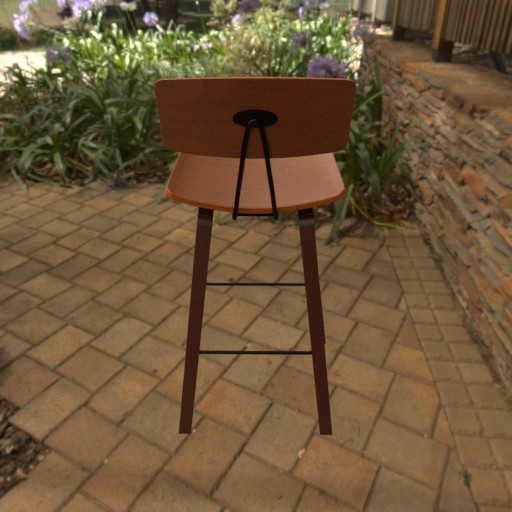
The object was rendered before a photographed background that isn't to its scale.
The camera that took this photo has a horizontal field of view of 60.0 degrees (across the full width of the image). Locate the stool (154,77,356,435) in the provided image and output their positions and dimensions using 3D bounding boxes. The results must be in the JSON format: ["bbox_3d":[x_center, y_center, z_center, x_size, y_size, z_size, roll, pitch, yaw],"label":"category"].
[{"bbox_3d":[0.000,0.000,1.211,0.509,0.969,0.440,0,29,0],"label":"stool"}]
